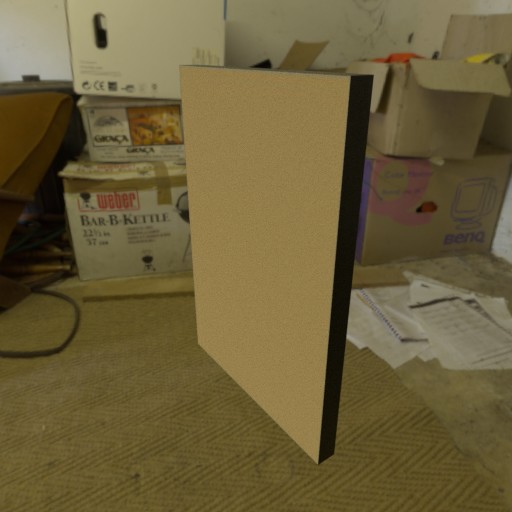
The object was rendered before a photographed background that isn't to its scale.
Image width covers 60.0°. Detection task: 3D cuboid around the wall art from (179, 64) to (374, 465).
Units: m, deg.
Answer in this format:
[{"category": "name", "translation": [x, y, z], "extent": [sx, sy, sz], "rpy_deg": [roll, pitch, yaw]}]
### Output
[{"category": "wall art", "translation": [0.000, 0.000, 0.587], "extent": [0.031, 0.457, 0.313], "rpy_deg": [-17, 30, -32]}]
